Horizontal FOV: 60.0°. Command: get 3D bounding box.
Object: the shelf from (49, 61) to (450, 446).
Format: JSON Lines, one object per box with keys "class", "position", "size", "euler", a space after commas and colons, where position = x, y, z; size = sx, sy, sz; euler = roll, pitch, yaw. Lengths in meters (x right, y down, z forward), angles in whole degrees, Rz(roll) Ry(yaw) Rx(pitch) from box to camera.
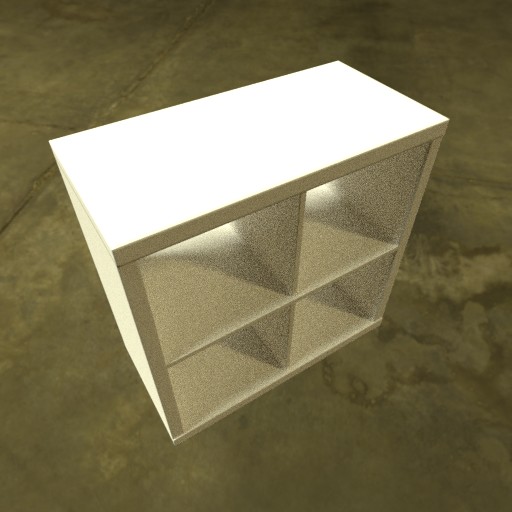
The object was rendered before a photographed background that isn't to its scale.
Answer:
{"class": "shelf", "position": [0.000, 0.000, 1.249], "size": [0.790, 0.786, 0.390], "euler": [-24, 50, -22]}
